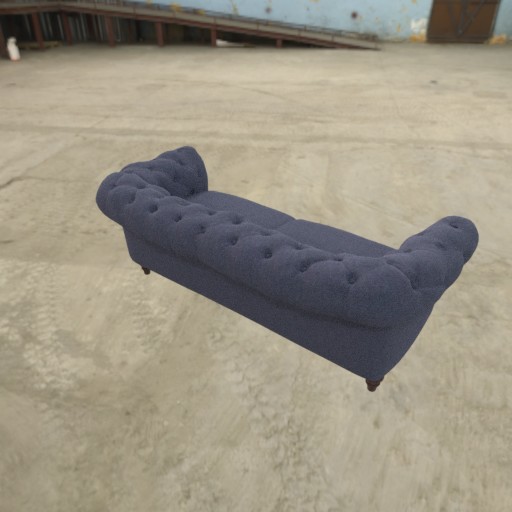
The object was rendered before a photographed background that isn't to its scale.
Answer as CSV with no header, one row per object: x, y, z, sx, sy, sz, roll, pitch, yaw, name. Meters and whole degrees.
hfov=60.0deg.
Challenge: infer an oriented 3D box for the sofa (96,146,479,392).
0.000,0.000,2.831,2.335,0.836,1.046,22,37,32,sofa
